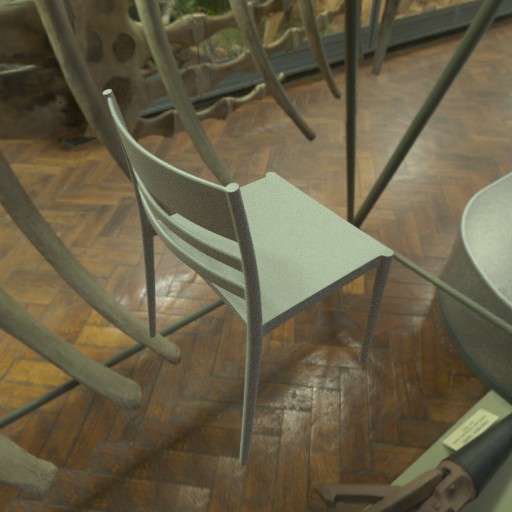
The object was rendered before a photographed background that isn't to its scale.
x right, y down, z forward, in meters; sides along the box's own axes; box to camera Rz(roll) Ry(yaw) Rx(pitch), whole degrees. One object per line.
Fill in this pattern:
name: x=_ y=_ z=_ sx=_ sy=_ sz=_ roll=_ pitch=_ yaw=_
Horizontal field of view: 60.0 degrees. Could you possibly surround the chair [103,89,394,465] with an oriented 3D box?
chair: x=0.000 y=0.000 z=1.125 sx=0.511 sy=0.800 sz=0.531 roll=-26 pitch=48 yaw=-27
